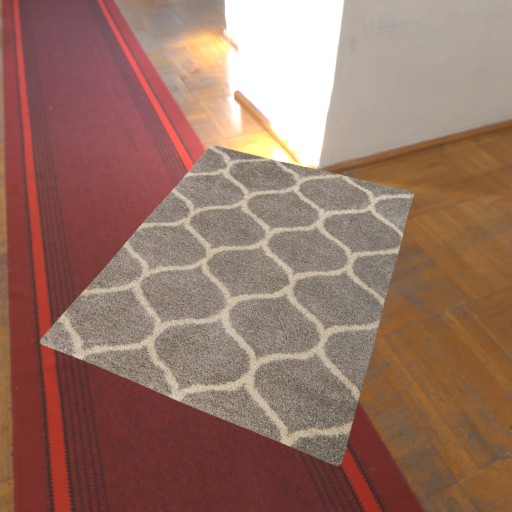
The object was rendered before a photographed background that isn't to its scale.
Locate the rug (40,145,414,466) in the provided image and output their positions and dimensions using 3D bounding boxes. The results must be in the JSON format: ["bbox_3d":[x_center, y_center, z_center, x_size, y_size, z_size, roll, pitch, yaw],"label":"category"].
[{"bbox_3d":[0.000,0.000,4.059,2.399,0.026,3.000,17,49,15],"label":"rug"}]
